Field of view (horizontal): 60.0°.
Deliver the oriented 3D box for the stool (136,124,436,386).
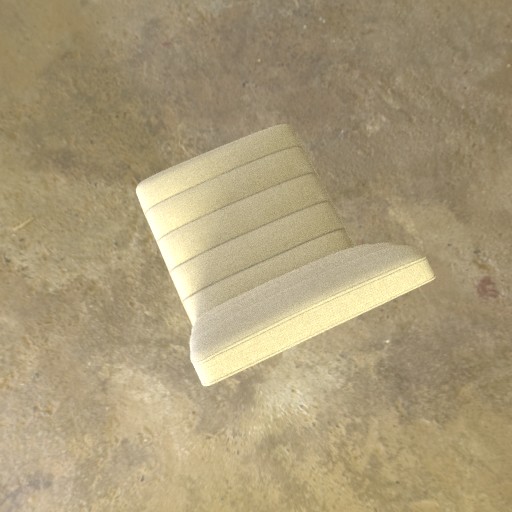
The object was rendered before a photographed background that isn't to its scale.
[{"bbox_3d":[0.000,0.000,1.250,0.460,0.940,0.560,-24,76,-6],"label":"stool"}]
